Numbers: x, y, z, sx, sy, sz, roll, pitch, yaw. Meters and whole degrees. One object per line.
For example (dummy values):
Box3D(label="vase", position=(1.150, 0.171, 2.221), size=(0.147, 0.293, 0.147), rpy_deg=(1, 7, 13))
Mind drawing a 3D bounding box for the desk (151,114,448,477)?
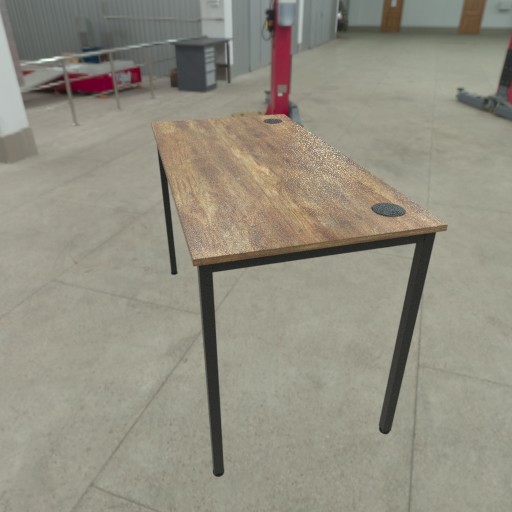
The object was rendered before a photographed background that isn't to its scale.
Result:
Box3D(label="desk", position=(0.000, 0.000, 1.653), size=(0.600, 0.749, 1.200), rpy_deg=(-8, 31, -13))
